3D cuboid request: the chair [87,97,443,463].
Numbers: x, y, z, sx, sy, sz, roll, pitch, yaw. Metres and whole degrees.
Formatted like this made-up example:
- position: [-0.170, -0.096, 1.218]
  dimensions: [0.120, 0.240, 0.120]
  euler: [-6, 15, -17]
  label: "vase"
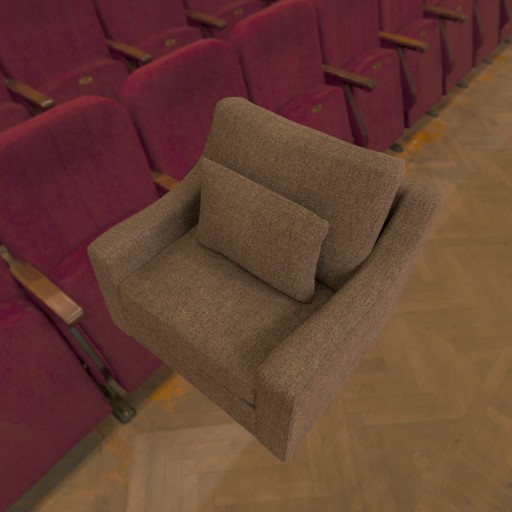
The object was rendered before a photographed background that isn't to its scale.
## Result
- position: [0.000, 0.000, 1.976]
  dimensions: [1.138, 1.037, 1.009]
  euler: [31, 54, 26]
  label: "chair"
